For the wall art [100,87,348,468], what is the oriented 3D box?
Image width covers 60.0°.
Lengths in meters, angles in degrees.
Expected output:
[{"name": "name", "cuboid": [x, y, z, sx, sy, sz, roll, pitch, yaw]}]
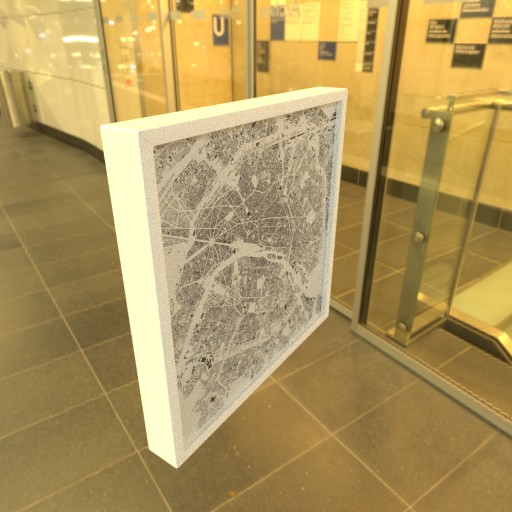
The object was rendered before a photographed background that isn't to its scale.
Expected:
[{"name": "wall art", "cuboid": [0.000, 0.000, 0.461, 0.038, 0.305, 0.305, 17, 31, 31]}]
